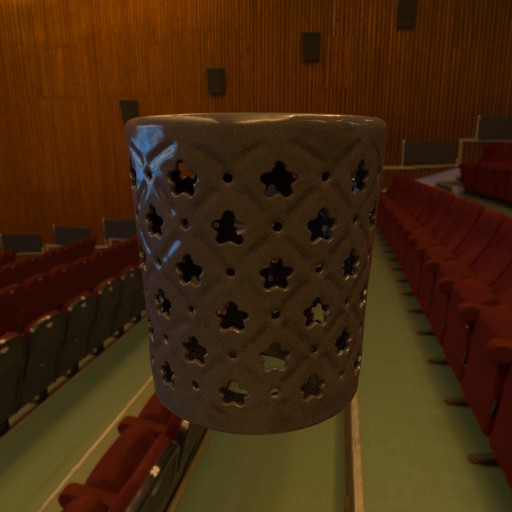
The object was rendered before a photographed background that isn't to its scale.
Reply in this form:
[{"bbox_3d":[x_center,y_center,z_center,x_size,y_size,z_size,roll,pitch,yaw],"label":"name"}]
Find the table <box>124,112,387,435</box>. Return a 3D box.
[{"bbox_3d":[0.000,0.000,0.656,0.352,0.387,0.352,0,14,0],"label":"table"}]
